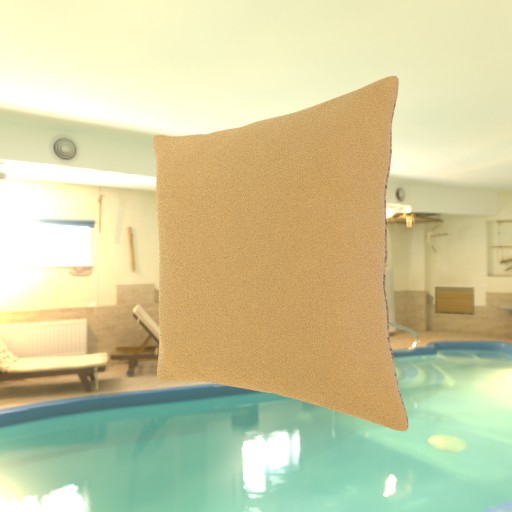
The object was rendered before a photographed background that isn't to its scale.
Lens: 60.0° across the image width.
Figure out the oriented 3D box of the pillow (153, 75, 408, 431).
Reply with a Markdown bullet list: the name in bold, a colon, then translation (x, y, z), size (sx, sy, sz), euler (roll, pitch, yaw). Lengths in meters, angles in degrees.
- **pillow**: translation (0.000, 0.000, 0.778), size (0.523, 0.510, 0.166), euler (-1, -1, 36)
